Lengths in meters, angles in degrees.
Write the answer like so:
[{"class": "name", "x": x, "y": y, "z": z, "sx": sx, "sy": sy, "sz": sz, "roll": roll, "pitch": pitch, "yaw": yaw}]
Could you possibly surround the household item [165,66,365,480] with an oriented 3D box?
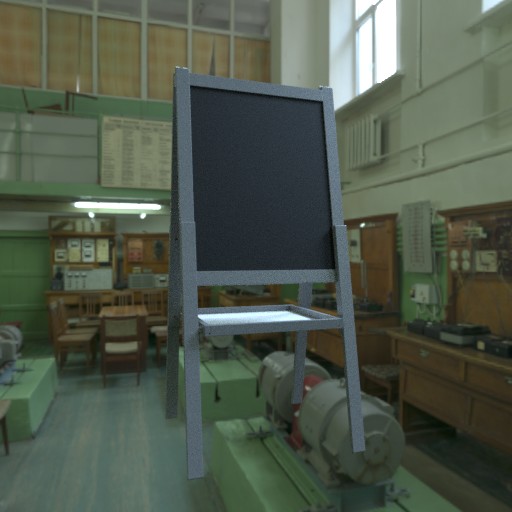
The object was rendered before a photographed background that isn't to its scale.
[{"class": "household item", "x": 0.000, "y": 0.000, "z": 1.458, "sx": 0.531, "sy": 1.172, "sz": 0.469, "roll": 0, "pitch": 0, "yaw": -19}]
